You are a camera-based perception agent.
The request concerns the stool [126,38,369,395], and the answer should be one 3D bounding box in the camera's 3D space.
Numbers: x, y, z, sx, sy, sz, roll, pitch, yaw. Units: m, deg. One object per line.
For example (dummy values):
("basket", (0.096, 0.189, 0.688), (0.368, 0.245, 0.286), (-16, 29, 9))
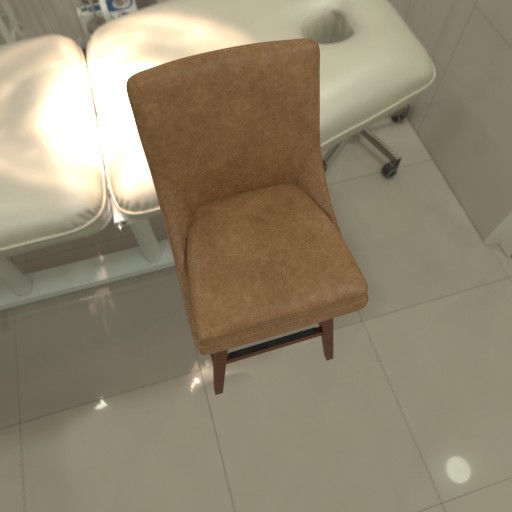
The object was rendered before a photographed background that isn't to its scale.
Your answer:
("stool", (0.000, 0.000, 1.383), (0.487, 1.079, 0.572), (-15, 63, -8))
